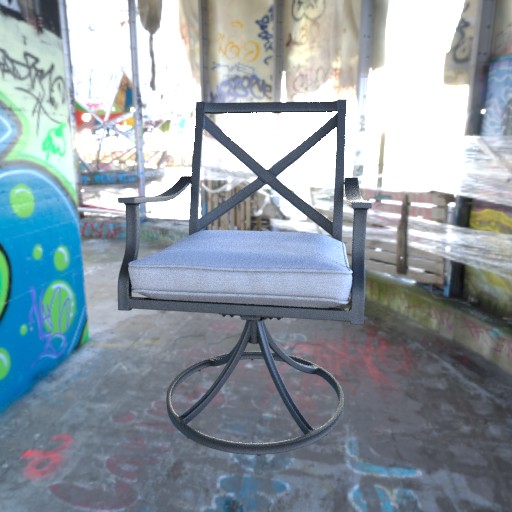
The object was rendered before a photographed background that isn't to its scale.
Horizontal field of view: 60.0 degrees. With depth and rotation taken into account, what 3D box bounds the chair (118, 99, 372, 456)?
[{"bbox_3d":[0.000,0.000,1.262,0.575,0.889,0.620,2,14,9],"label":"chair"}]
